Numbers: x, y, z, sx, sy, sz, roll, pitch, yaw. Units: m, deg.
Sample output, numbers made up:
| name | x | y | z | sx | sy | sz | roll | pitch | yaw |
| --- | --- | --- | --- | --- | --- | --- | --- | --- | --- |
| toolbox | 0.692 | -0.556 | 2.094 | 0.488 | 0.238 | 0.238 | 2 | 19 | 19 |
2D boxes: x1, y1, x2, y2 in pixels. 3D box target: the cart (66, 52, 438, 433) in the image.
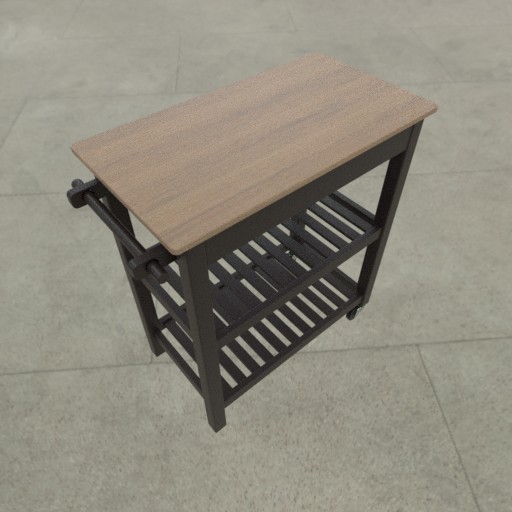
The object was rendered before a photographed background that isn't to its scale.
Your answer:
| name | x | y | z | sx | sy | sz | roll | pitch | yaw |
| --- | --- | --- | --- | --- | --- | --- | --- | --- | --- |
| cart | 0.000 | 0.000 | 1.439 | 0.899 | 0.927 | 0.457 | -32 | 54 | -26 |
